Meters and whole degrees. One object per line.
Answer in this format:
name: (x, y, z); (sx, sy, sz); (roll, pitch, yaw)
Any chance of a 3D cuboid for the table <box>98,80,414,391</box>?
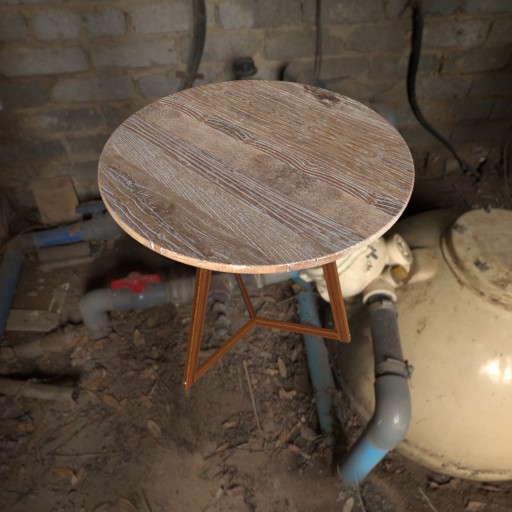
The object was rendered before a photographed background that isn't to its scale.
table: (0.000, 0.000, 0.900); (0.500, 0.500, 0.500); (0, 47, 0)
